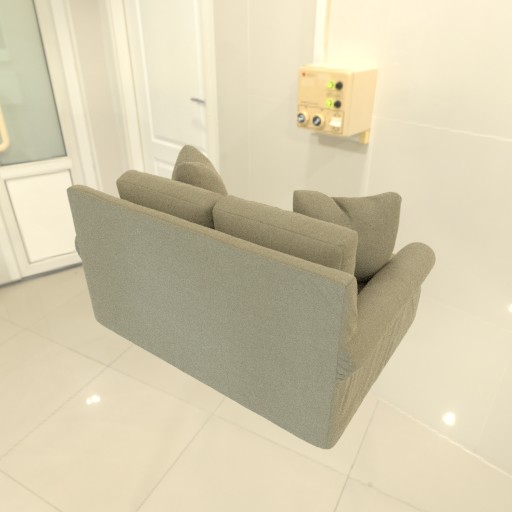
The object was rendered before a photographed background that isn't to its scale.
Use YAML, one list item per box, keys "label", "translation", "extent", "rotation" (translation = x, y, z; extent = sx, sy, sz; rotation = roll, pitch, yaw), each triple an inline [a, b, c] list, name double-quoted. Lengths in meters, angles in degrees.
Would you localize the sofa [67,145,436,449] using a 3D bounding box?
- label: "sofa"
  translation: [0.000, 0.000, 2.235]
  extent: [1.550, 0.905, 1.070]
  rotation: [19, 35, 30]
